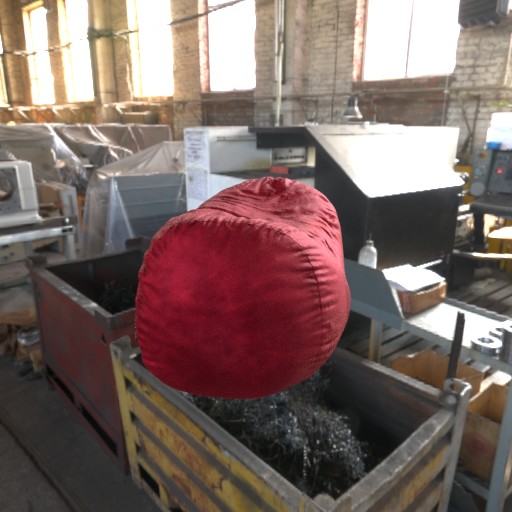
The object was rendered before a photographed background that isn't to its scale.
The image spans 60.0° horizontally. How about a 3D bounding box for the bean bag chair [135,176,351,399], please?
[{"bbox_3d":[0.000,0.000,2.941,1.216,0.867,2.293,3,17,9],"label":"bean bag chair"}]
